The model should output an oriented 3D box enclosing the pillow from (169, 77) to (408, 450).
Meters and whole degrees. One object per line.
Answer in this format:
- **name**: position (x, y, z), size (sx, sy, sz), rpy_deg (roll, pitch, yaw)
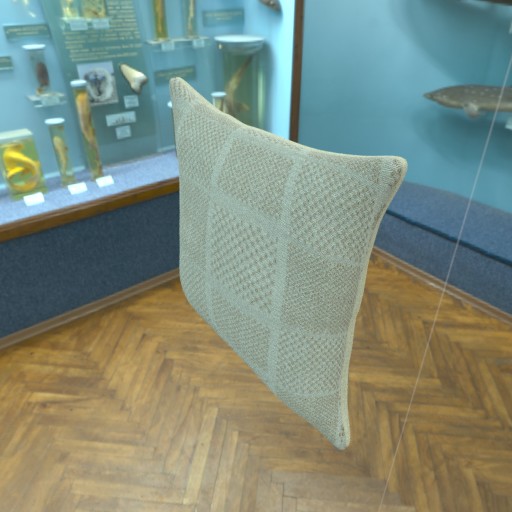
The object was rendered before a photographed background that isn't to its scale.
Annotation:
- **pillow**: position (0.000, 0.000, 0.657), size (0.138, 0.432, 0.436), rpy_deg (-22, 39, -30)
